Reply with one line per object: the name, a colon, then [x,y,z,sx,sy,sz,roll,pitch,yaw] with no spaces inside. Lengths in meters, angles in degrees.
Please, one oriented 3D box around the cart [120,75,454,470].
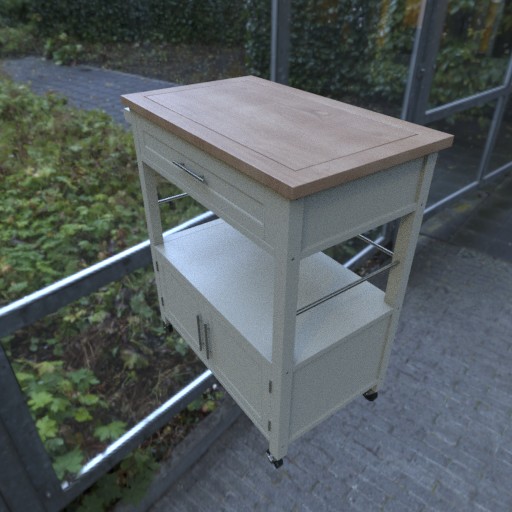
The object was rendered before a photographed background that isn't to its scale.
cart: [0.000,0.000,1.385,0.459,0.901,0.840,-22,39,-29]
